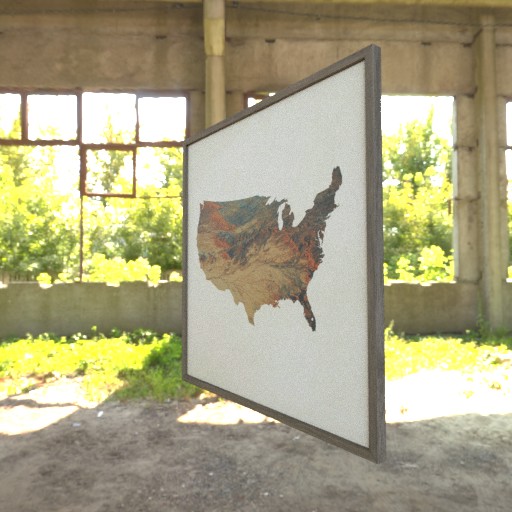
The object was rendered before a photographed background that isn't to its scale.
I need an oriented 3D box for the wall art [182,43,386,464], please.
[{"bbox_3d":[0.000,0.000,0.741,0.016,0.507,0.508,1,-2,-36],"label":"wall art"}]
